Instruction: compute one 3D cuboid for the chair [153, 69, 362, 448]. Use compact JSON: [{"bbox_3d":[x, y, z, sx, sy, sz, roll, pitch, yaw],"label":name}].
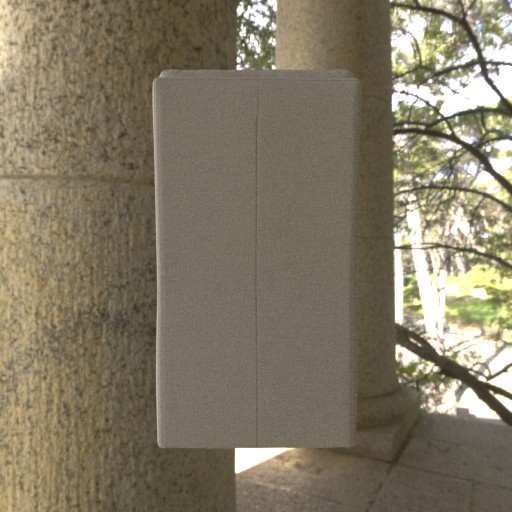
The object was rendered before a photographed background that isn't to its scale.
[{"bbox_3d":[0.000,0.000,1.329,0.503,0.927,0.698,0,-2,-1],"label":"chair"}]
